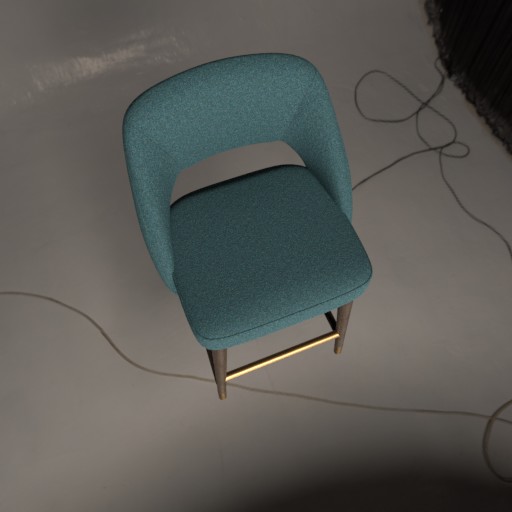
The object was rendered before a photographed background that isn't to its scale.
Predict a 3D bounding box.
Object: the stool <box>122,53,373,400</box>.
[{"bbox_3d":[0.000,0.000,1.256,0.536,0.939,0.522,-19,65,-9],"label":"stool"}]
